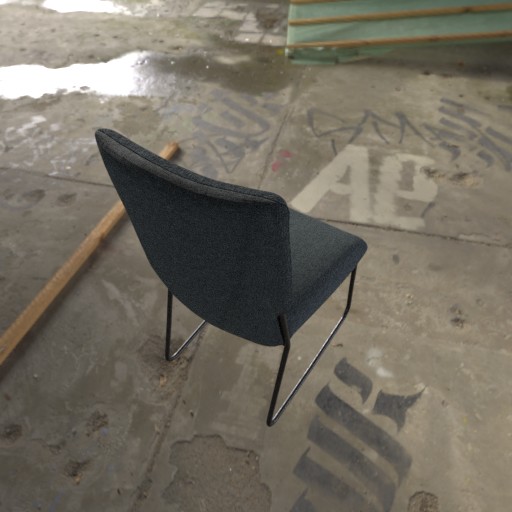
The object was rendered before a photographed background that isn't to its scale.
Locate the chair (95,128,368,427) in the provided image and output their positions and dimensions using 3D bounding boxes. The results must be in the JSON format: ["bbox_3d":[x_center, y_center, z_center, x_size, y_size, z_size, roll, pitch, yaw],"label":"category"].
[{"bbox_3d":[0.000,0.000,1.277,0.480,0.931,0.635,26,51,23],"label":"chair"}]
